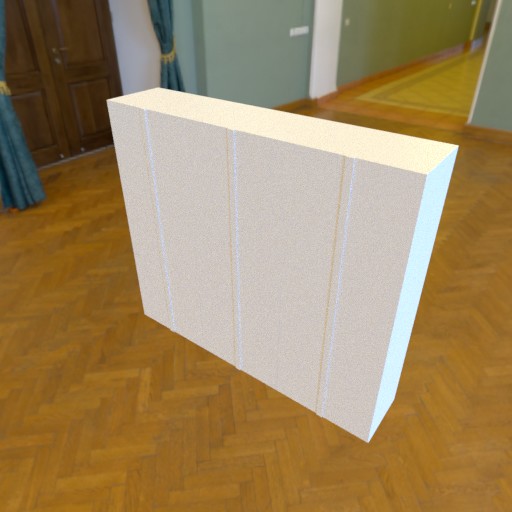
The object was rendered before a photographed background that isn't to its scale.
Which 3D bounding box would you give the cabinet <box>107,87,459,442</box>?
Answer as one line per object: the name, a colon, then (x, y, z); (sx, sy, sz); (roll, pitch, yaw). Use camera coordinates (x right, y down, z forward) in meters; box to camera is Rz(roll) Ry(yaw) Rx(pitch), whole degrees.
cabinet: (0.000, 0.000, 3.873); (2.700, 2.370, 0.590); (22, 39, 30)
